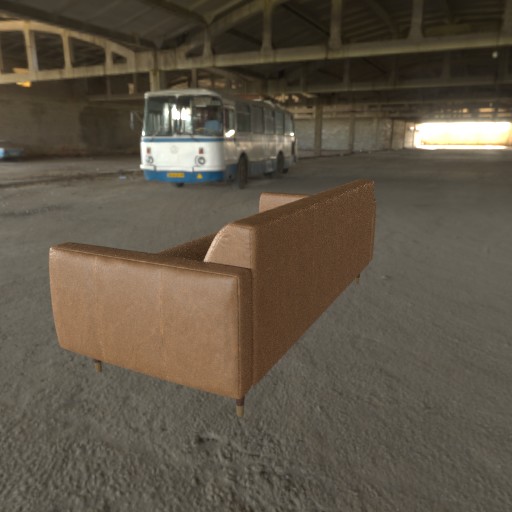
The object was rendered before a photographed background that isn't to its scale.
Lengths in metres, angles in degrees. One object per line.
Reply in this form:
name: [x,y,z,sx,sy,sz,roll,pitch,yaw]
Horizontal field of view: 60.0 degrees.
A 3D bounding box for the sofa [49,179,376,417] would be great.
sofa: [0.000,0.000,2.748,0.990,0.821,2.291,7,17,26]
